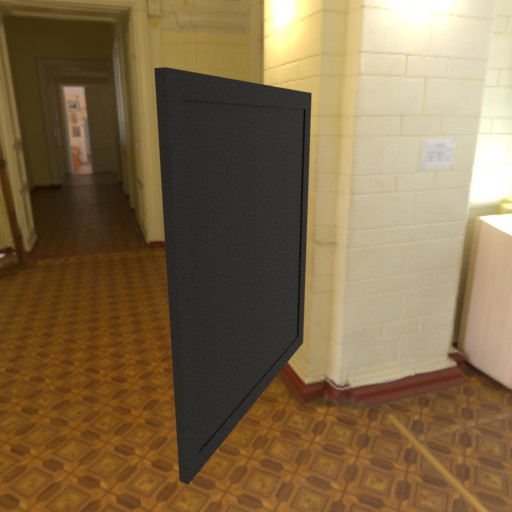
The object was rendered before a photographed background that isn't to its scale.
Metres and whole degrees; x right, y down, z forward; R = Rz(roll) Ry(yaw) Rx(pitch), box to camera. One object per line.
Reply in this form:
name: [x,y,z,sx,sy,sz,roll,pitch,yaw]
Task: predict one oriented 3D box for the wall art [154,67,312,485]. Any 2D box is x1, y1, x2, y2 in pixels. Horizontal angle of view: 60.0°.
wall art: [0.000,0.000,0.498,0.010,0.361,0.311,8,18,25]
